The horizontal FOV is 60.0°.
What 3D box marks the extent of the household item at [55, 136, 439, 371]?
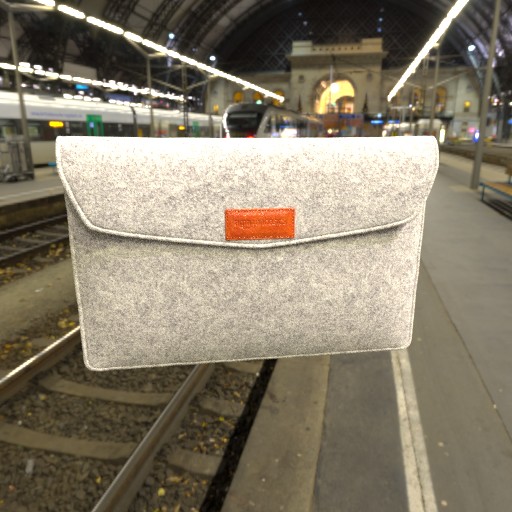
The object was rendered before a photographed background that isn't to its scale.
[{"bbox_3d":[0.000,0.000,0.423,0.335,0.221,0.057,-2,16,-8],"label":"household item"}]
